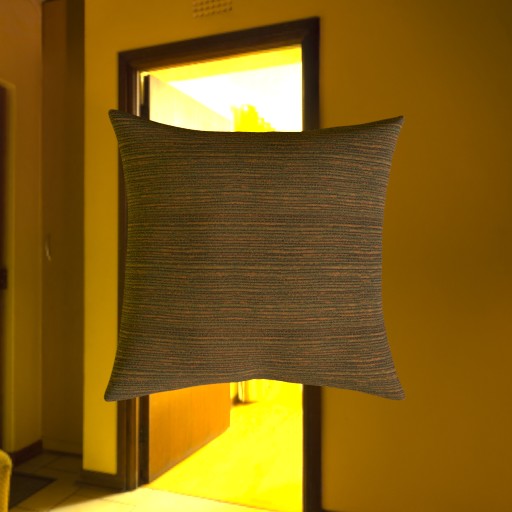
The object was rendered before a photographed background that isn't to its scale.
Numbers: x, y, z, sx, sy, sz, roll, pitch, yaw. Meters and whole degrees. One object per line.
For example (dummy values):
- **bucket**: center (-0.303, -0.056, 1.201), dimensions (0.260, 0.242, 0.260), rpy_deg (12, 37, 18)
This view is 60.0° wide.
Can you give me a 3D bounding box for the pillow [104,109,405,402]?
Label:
- **pillow**: center (0.000, 0.000, 0.761), dimensions (0.514, 0.497, 0.150), rpy_deg (0, -1, -2)
